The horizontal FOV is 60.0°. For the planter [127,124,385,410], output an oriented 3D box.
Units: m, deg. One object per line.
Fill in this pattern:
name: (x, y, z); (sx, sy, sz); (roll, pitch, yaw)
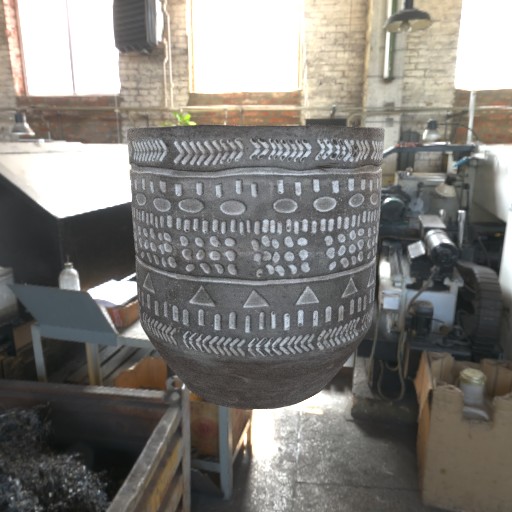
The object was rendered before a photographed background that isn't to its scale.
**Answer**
planter: (0.000, 0.000, 0.231); (0.122, 0.128, 0.122); (0, 15, 0)
